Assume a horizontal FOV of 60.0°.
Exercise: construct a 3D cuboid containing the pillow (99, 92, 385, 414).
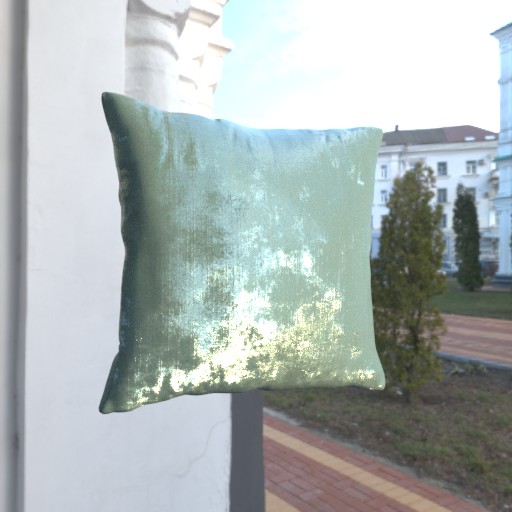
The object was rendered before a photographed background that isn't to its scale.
[{"bbox_3d":[0.000,0.000,0.705,0.470,0.464,0.175,0,-1,-18],"label":"pillow"}]
